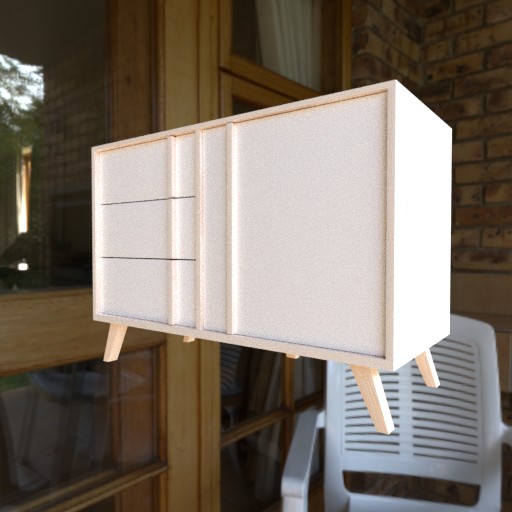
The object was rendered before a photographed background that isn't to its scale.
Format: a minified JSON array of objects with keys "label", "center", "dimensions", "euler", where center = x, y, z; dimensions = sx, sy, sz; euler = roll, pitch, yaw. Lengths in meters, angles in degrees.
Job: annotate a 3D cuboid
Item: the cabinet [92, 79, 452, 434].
[{"label":"cabinet","center":[0.000,0.000,1.486],"dimensions":[1.110,0.780,0.500],"euler":[1,2,36]}]
